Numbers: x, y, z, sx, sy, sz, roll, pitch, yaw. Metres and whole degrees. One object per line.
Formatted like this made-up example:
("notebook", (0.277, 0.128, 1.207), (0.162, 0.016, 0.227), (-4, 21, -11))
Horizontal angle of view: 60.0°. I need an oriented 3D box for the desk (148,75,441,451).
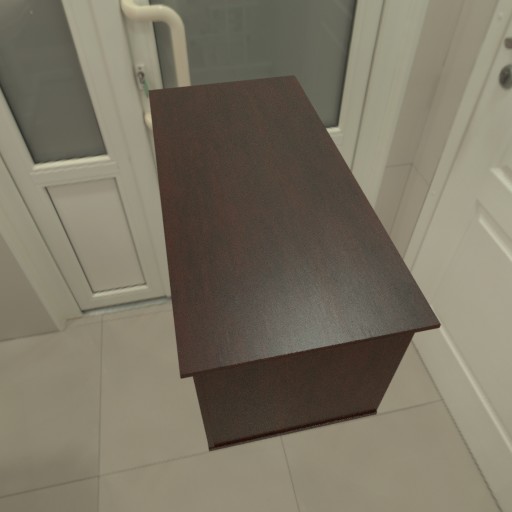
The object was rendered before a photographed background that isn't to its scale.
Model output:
("desk", (0.000, 0.000, 1.695), (0.612, 0.758, 1.277), (-9, 49, -8))
